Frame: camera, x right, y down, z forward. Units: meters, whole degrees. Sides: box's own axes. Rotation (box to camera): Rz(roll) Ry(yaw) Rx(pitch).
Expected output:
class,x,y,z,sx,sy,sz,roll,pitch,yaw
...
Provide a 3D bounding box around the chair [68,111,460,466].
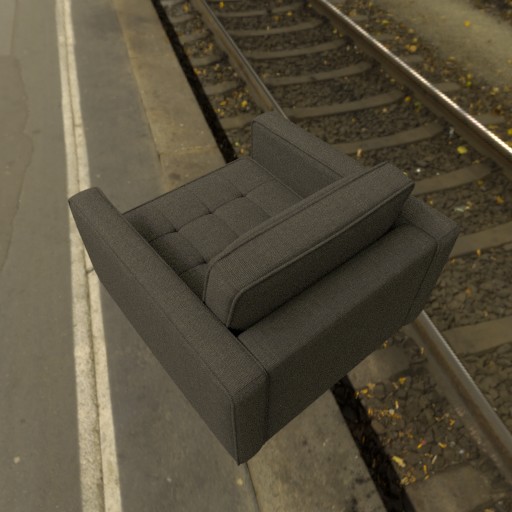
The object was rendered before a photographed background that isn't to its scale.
class,x,y,z,sx,sy,sz,roll,pitch,yaw
chair,0.000,0.000,1.540,0.899,0.770,0.919,-31,55,-25
